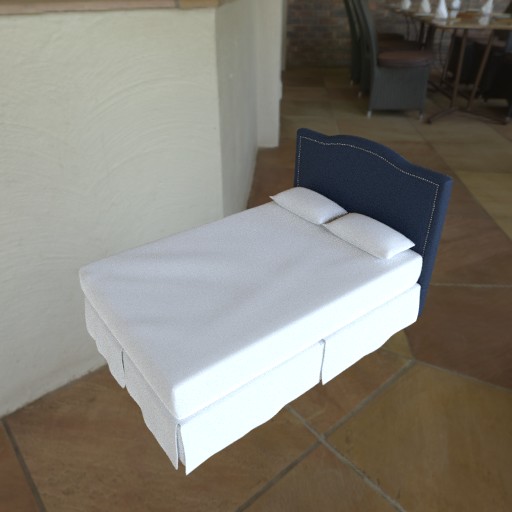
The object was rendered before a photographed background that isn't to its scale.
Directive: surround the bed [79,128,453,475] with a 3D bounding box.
[{"bbox_3d":[0.000,0.000,3.568,2.507,1.441,1.741,-22,38,-31],"label":"bed"}]
